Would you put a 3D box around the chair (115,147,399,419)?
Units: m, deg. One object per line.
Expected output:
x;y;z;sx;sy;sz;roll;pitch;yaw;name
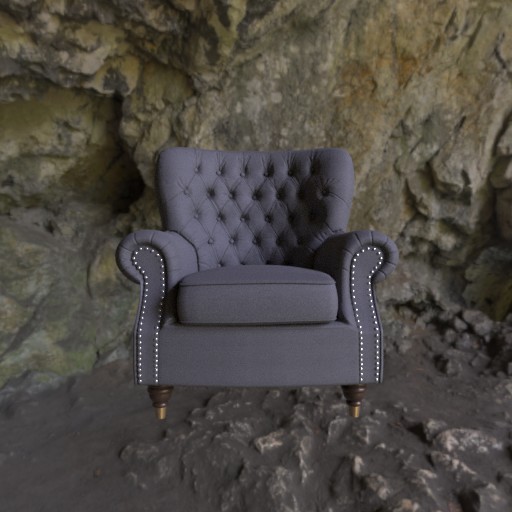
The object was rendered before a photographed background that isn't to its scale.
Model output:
0.000;0.000;1.831;0.983;1.046;0.983;0;0;-1;chair
